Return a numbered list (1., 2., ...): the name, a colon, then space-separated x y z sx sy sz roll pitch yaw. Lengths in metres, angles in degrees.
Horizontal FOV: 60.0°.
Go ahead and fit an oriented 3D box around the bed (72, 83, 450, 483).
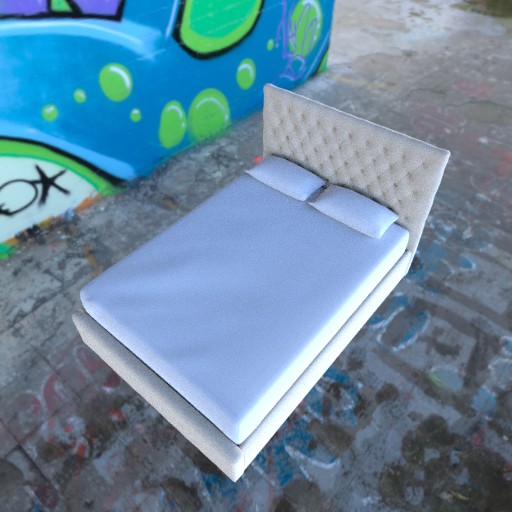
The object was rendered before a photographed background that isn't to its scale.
1. bed: 0.000 0.000 3.412 1.698 1.427 2.387 31 54 26
